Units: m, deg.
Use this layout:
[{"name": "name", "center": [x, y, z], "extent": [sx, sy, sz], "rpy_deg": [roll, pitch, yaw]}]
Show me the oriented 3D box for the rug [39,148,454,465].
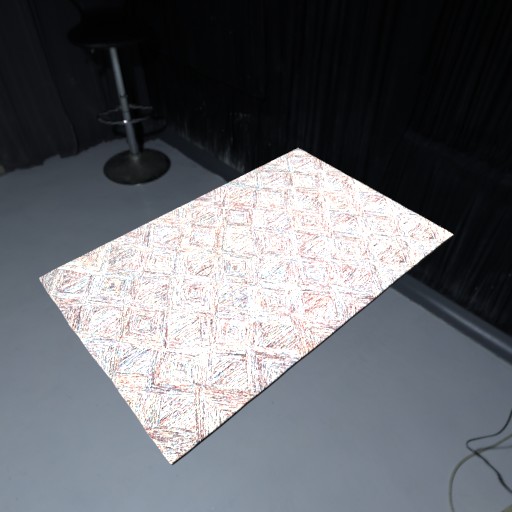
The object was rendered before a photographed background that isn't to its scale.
[{"name": "rug", "center": [0.000, 0.000, 2.205], "extent": [1.761, 0.014, 1.143], "rpy_deg": [-32, 53, -28]}]
